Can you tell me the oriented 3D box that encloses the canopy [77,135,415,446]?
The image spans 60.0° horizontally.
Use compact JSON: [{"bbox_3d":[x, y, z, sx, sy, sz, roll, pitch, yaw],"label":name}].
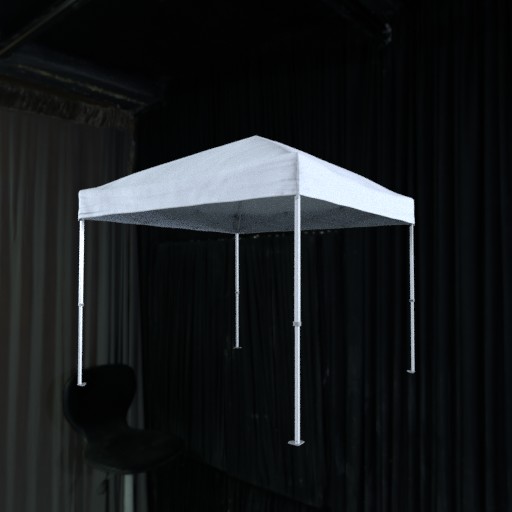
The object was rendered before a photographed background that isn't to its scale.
[{"bbox_3d":[0.000,0.000,5.486,2.998,2.997,2.996,-1,-2,36],"label":"canopy"}]
